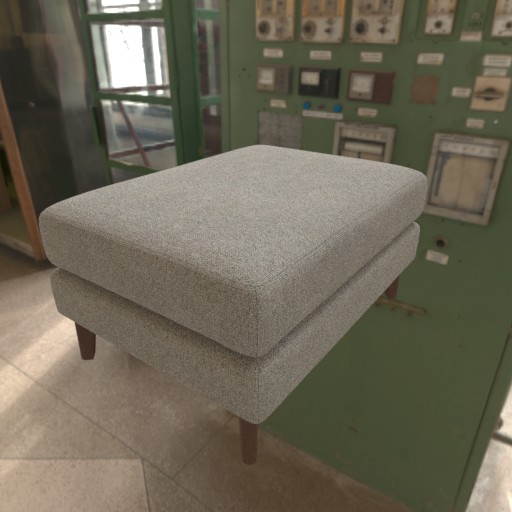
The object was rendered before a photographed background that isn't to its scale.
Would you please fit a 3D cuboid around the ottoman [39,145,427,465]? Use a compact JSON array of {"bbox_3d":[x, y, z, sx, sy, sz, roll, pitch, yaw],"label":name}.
[{"bbox_3d":[0.000,0.000,1.168,0.611,0.441,0.821,18,31,32],"label":"ottoman"}]
